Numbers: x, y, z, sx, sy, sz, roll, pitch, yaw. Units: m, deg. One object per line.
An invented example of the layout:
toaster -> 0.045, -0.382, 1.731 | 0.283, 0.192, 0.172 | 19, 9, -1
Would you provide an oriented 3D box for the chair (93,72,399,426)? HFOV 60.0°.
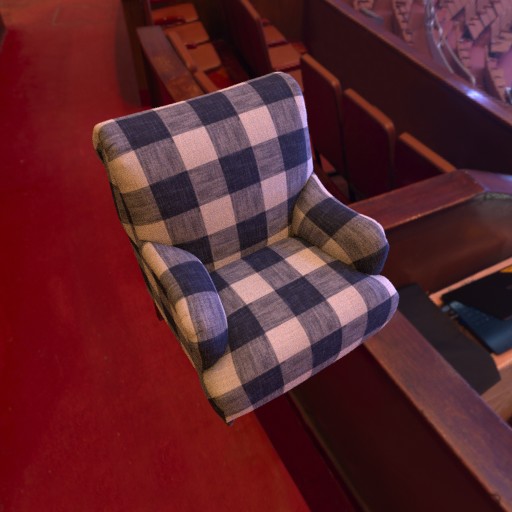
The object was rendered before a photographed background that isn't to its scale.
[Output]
chair -> 0.000, 0.000, 1.629 | 0.781, 0.953, 0.848 | -25, 51, -22
